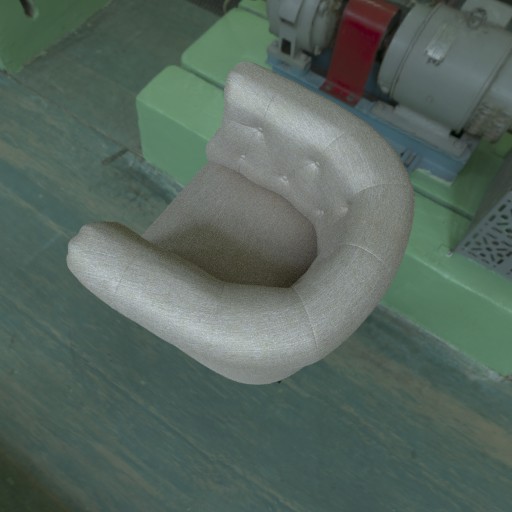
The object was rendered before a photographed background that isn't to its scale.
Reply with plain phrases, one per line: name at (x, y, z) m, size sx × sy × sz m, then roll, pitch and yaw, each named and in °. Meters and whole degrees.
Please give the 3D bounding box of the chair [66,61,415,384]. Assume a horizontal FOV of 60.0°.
chair at (0.000, 0.000, 1.556) m, size 0.852 × 0.827 × 0.905 m, roll 31°, pitch 68°, yaw 14°
